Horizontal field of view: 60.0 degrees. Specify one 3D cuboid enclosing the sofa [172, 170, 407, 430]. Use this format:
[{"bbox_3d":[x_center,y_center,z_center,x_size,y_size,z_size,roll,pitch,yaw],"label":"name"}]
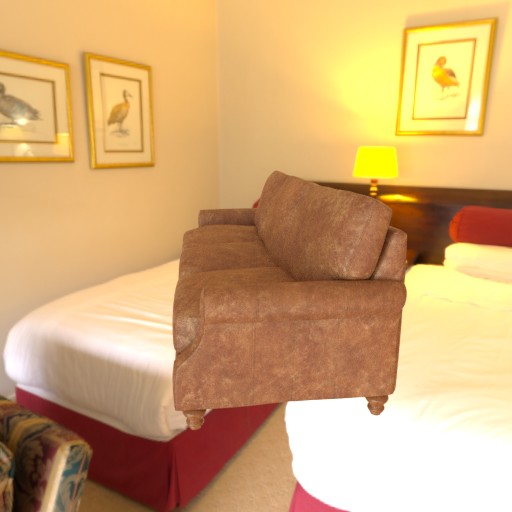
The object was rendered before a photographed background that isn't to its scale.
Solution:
[{"bbox_3d":[0.000,0.000,2.815,0.973,0.977,2.351,-2,14,-7],"label":"sofa"}]
